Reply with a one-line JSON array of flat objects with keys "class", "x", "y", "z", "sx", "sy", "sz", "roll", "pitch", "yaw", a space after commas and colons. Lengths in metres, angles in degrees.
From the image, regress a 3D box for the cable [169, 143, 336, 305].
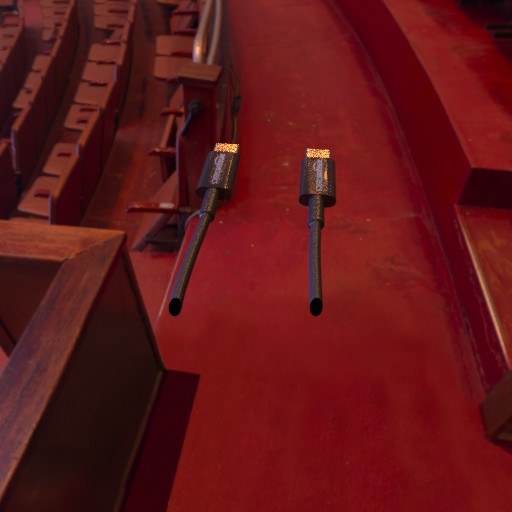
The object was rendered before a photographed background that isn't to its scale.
[{"class": "cable", "x": 0.000, "y": 0.000, "z": 0.111, "sx": 0.041, "sy": 0.005, "sz": 0.098, "roll": 5, "pitch": 46, "yaw": 4}]
